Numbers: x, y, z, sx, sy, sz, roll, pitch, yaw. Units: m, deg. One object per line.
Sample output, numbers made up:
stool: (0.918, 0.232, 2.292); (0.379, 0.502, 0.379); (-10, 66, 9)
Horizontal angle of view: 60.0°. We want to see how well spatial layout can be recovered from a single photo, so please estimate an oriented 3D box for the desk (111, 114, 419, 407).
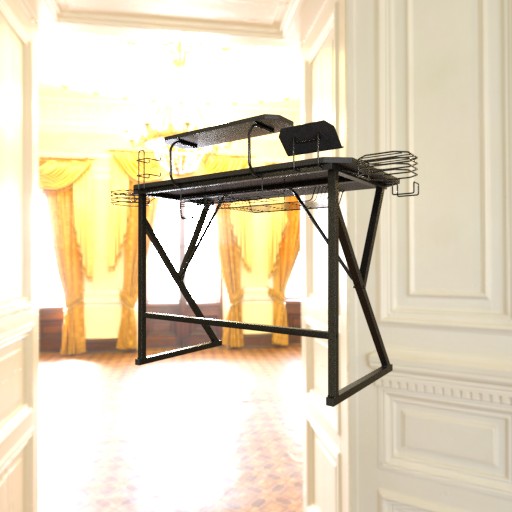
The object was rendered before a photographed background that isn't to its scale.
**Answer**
desk: (0.000, 0.000, 1.728); (1.290, 0.880, 0.580); (0, 0, 36)
